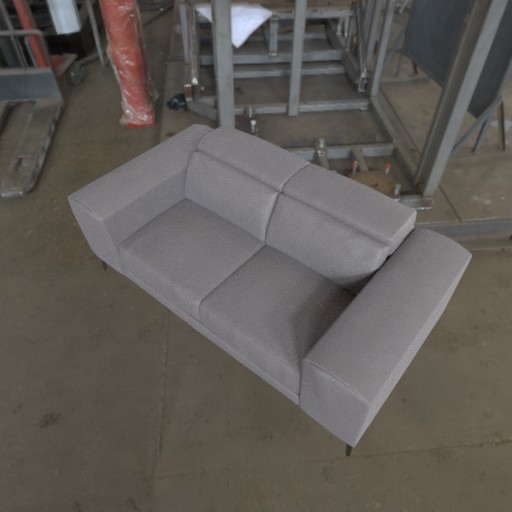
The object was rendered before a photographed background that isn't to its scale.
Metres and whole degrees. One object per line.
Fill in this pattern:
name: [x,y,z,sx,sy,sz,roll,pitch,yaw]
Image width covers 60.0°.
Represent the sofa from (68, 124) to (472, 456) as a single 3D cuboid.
sofa: [0.000,0.000,2.423,1.895,0.779,1.003,31,54,26]
